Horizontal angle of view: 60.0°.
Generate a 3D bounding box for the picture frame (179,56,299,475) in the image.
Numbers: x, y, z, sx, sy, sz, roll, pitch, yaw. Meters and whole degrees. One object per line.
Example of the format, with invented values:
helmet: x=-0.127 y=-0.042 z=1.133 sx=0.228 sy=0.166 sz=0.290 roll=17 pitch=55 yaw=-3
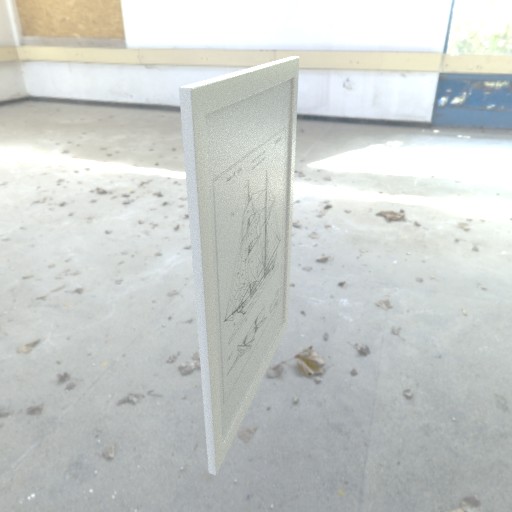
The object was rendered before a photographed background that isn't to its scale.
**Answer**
picture frame: x=0.000 y=0.000 z=0.679 sx=0.012 sy=0.534 sz=0.381 roll=10 pitch=30 yaw=17
